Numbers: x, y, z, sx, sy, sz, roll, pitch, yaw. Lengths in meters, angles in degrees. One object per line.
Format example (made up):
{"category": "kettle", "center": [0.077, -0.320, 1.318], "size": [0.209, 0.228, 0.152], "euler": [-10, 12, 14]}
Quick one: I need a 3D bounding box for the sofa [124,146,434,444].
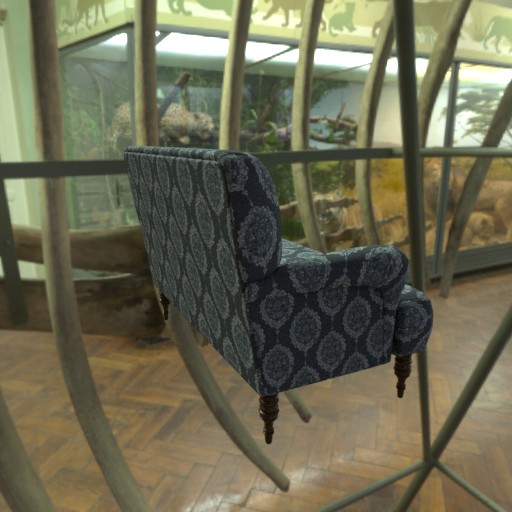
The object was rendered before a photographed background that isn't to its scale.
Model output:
{"category": "sofa", "center": [0.000, 0.000, 1.807], "size": [0.779, 0.867, 1.297], "euler": [-7, 16, -27]}
